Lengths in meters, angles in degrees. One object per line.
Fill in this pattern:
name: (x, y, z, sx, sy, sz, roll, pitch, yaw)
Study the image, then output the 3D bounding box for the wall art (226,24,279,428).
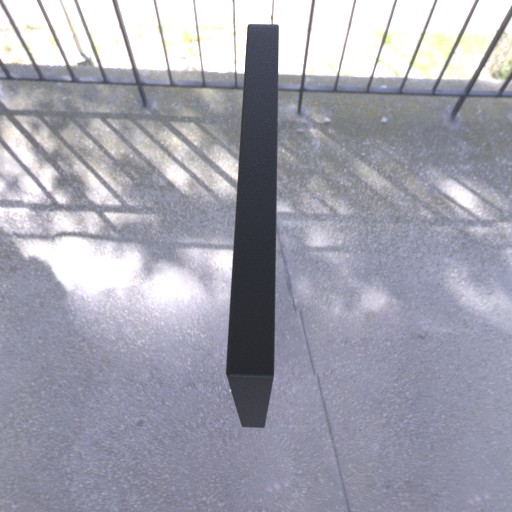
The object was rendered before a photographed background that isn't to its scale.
wall art: (0.000, 0.000, 0.609, 0.041, 0.407, 0.406, 2, 64, 1)
